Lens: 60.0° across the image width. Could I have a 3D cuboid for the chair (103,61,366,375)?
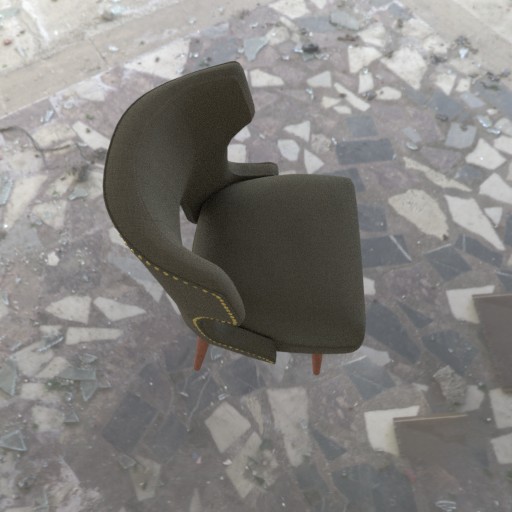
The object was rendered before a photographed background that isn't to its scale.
[{"bbox_3d":[0.000,0.000,1.231,0.581,0.863,0.595,2,64,1],"label":"chair"}]
